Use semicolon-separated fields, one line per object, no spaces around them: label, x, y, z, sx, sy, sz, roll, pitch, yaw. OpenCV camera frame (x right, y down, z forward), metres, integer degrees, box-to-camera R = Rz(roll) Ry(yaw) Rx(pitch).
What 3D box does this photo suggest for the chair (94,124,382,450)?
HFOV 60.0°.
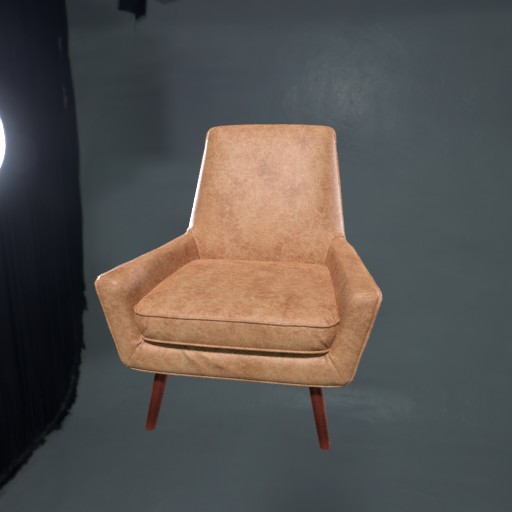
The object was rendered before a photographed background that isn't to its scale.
chair;0.000;0.000;1.519;0.753;0.883;0.851;2;15;9
